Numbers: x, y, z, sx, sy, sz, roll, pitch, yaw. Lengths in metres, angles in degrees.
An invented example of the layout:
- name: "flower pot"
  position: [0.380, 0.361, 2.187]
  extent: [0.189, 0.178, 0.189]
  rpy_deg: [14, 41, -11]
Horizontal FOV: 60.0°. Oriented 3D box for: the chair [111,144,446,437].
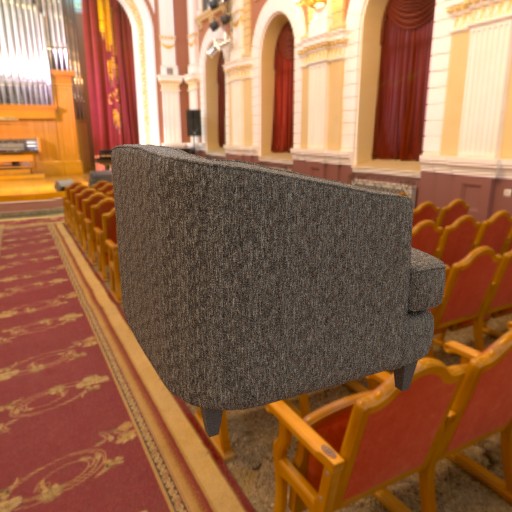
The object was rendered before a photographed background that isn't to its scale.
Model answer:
- name: "chair"
  position: [0.000, 0.000, 1.735]
  extent: [0.941, 0.852, 1.104]
  rpy_deg: [-8, 17, -26]
